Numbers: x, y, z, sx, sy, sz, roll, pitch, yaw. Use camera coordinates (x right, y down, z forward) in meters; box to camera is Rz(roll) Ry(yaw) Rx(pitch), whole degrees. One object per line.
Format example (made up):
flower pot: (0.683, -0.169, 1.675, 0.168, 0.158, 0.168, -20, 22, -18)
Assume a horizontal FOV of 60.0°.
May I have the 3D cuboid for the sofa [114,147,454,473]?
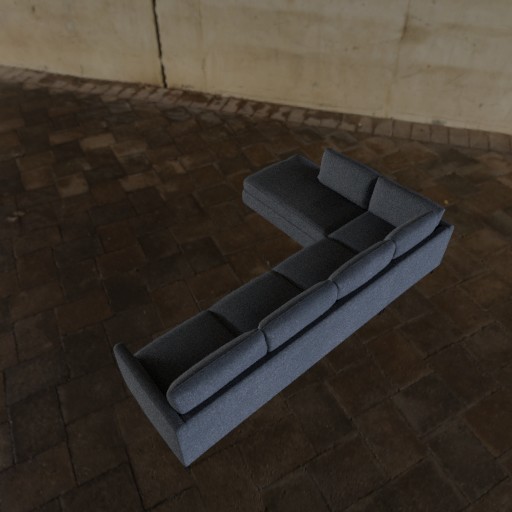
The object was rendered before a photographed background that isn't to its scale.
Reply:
sofa: (0.000, 0.000, 3.896, 2.949, 0.815, 2.007, -30, 51, -28)
